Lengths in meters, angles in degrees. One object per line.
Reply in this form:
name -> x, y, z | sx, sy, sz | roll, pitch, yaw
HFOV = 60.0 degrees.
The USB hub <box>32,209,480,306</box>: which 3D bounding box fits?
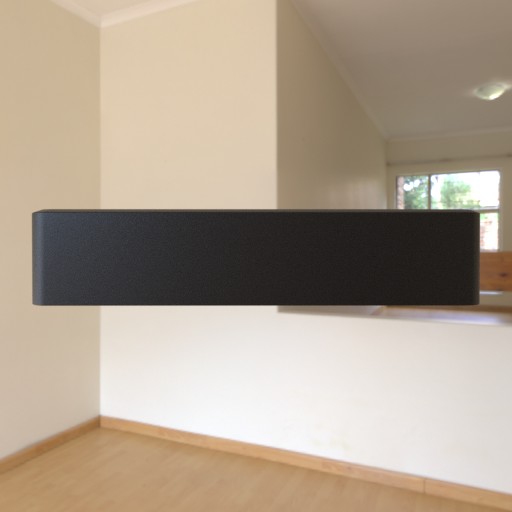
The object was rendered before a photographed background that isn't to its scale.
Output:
USB hub -> 0.000, 0.000, 0.127 | 0.110, 0.023, 0.044 | 0, 1, 0
